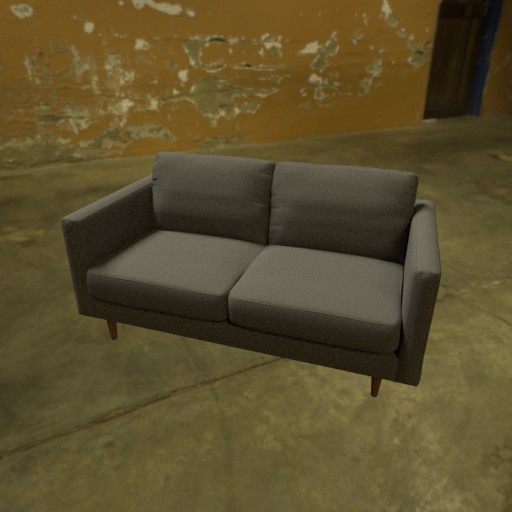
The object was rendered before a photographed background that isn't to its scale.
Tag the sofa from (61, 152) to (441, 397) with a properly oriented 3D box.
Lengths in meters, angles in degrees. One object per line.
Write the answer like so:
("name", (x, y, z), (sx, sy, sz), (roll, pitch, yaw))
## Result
("sofa", (0.000, 0.000, 2.316), (1.713, 0.866, 0.940), (8, 27, 16))
